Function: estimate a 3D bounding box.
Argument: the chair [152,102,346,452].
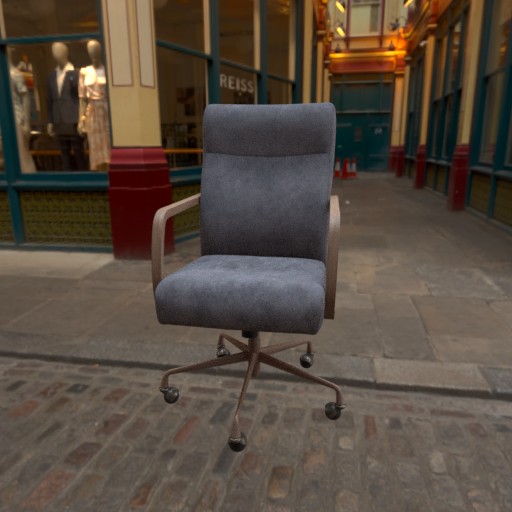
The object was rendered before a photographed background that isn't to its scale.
[{"bbox_3d":[0.000,0.000,1.507,0.640,1.029,0.741,2,15,9],"label":"chair"}]
